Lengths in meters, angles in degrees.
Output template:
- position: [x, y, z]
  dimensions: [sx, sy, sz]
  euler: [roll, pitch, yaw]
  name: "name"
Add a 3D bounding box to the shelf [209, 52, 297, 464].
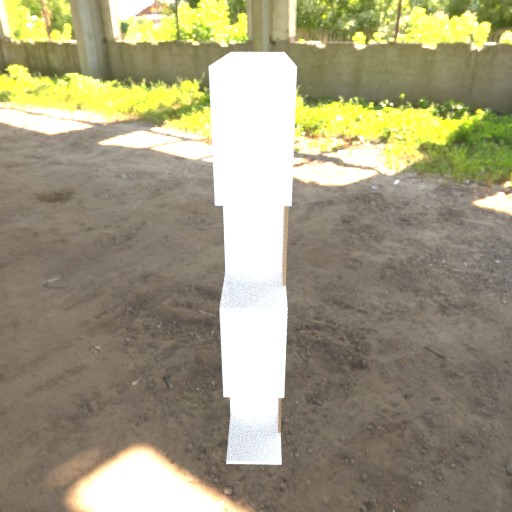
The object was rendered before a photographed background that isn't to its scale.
- position: [0.000, 0.000, 2.016]
  dimensions: [0.250, 1.650, 0.890]
  euler: [0, 27, 1]
  name: "shelf"
